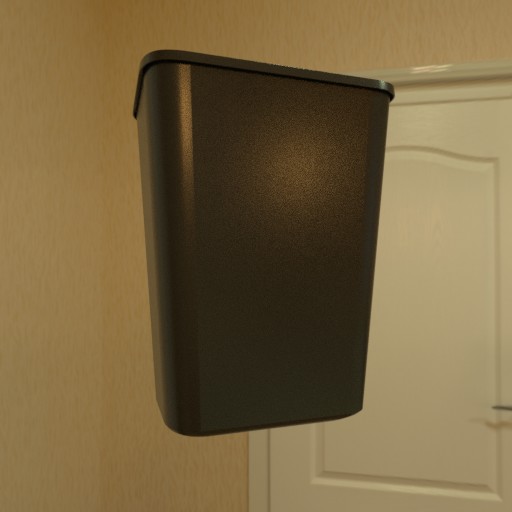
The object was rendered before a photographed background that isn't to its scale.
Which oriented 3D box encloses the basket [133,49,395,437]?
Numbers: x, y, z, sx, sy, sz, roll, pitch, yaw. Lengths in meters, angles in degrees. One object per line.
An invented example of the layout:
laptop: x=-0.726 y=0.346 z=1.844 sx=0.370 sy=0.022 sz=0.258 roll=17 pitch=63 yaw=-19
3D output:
basket: x=0.000 y=0.000 z=0.744 sx=0.394 sy=0.521 sz=0.287 roll=0 pitch=-1 yaw=-18
